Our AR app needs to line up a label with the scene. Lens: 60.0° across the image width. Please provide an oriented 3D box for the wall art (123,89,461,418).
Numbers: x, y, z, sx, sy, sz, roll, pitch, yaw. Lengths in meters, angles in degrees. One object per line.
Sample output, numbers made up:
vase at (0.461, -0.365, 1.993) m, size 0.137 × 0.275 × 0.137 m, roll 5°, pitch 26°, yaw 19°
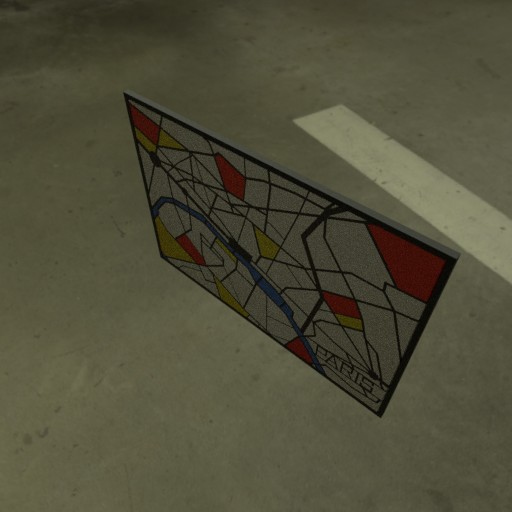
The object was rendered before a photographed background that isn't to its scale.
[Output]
wall art at (0.000, 0.000, 0.863) m, size 0.664 × 0.458 × 0.013 m, roll 32°, pitch 54°, yaw 27°
